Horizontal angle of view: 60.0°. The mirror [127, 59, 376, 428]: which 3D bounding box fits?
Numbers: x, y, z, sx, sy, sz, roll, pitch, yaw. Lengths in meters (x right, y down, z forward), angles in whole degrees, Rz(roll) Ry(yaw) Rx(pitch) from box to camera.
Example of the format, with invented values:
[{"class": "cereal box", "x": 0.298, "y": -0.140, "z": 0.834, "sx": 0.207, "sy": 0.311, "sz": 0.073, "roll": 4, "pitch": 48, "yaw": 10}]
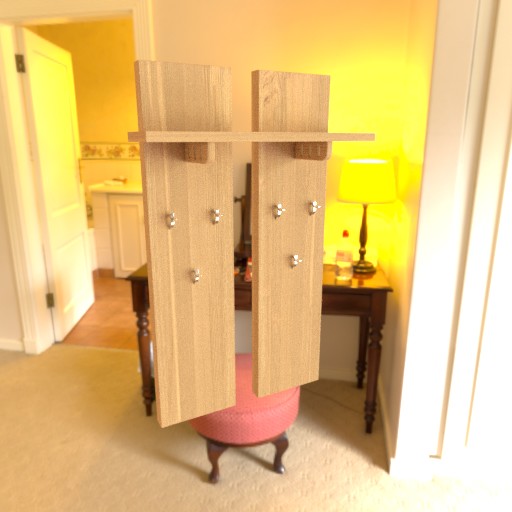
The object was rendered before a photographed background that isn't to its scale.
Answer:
[{"class": "mirror", "x": 0.000, "y": 0.000, "z": 1.563, "sx": 0.800, "sy": 1.250, "sz": 0.260, "roll": -8, "pitch": 17, "yaw": -27}]
